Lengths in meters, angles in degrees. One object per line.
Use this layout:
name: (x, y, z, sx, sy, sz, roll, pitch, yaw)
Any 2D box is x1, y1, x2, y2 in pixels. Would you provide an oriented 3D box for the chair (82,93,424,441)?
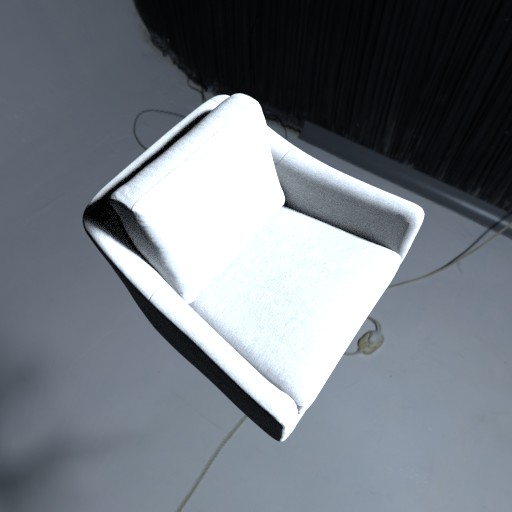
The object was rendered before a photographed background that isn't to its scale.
chair: (0.000, 0.000, 1.760, 0.961, 0.902, 0.986, 32, 63, 18)
